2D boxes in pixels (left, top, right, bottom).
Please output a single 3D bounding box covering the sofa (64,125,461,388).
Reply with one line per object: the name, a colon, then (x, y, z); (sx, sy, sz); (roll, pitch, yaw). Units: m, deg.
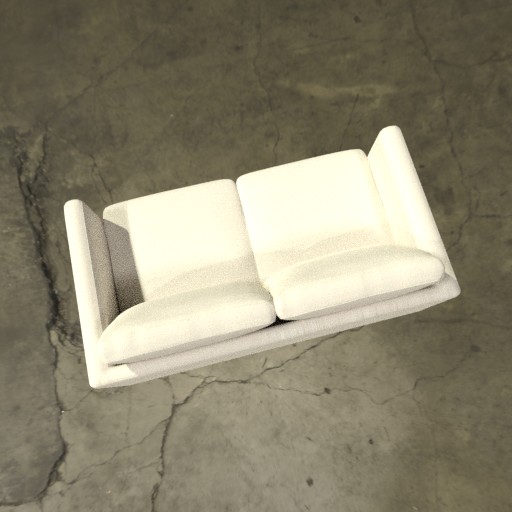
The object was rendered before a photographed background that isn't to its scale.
sofa: (0.000, 0.000, 2.314); (1.713, 0.893, 0.940); (-14, 76, -4)
